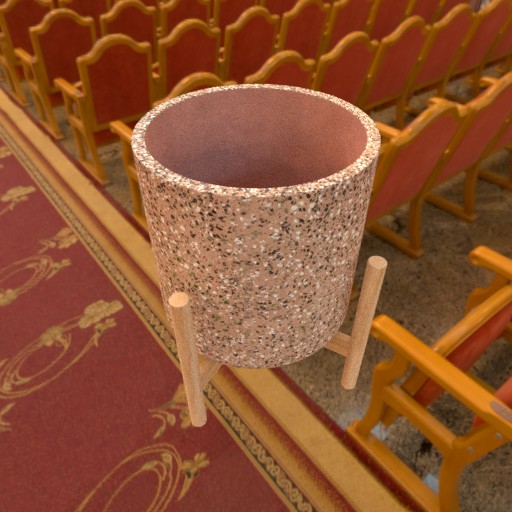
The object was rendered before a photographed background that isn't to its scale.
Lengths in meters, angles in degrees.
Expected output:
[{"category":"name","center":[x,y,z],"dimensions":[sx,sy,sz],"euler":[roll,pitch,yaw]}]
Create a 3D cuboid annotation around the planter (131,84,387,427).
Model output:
[{"category":"planter","center":[0.000,0.000,0.687],"dimensions":[0.360,0.419,0.360],"euler":[-27,48,-27]}]
